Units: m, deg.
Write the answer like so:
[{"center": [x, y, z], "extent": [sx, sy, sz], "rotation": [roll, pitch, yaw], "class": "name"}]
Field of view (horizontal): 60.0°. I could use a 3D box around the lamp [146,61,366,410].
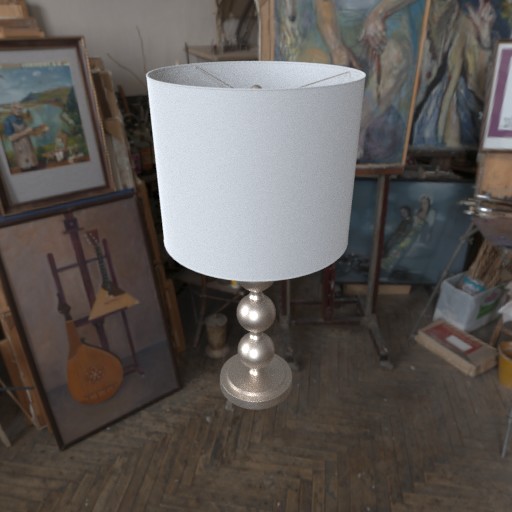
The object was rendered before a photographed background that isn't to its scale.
[{"center": [0.000, 0.000, 0.697], "extent": [0.277, 0.538, 0.277], "rotation": [7, 30, 13], "class": "lamp"}]
